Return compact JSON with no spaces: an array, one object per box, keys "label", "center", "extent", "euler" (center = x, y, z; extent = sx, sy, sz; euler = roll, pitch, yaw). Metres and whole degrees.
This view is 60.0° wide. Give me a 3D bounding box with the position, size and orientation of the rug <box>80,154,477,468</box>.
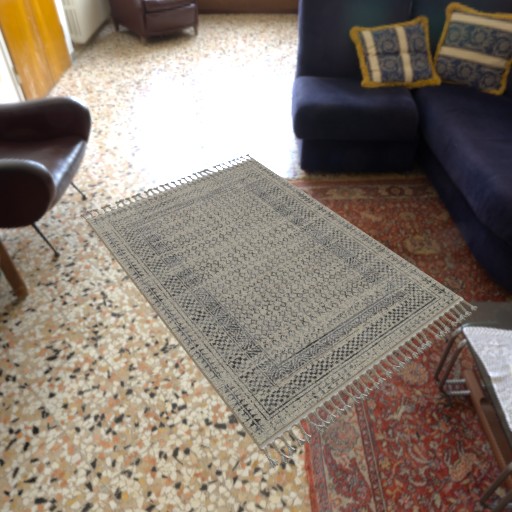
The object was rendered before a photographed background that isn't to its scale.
[{"label":"rug","center":[0.000,0.000,2.356],"extent":[1.243,0.013,1.872],"euler":[-26,48,-27]}]
